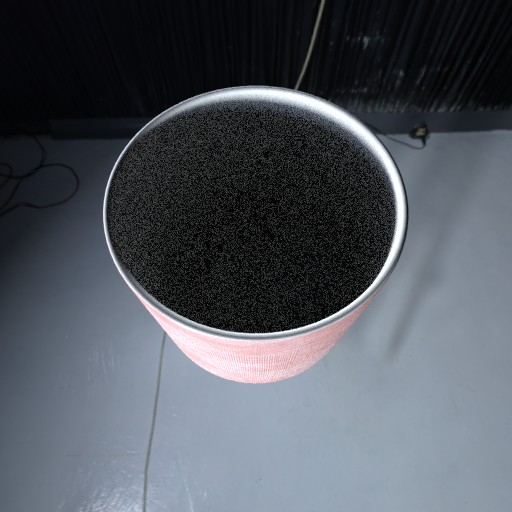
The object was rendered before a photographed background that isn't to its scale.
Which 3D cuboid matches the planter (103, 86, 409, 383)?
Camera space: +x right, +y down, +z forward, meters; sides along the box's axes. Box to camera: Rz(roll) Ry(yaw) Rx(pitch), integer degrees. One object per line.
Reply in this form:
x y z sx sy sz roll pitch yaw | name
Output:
0.000 0.000 0.821 0.440 0.398 0.440 0 63 0 | planter
